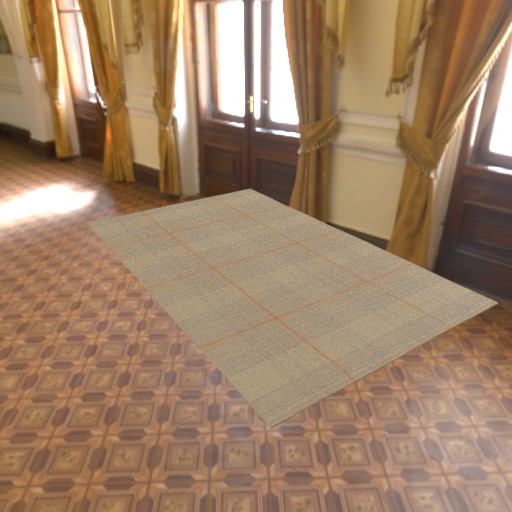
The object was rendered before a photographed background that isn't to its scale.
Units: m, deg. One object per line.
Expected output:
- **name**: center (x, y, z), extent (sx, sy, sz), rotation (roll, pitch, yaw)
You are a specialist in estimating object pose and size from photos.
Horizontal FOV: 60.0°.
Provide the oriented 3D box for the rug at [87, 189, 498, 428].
- **rug**: center (0.000, 0.000, 2.926), extent (1.527, 0.016, 2.442), rotation (-17, 31, -30)
